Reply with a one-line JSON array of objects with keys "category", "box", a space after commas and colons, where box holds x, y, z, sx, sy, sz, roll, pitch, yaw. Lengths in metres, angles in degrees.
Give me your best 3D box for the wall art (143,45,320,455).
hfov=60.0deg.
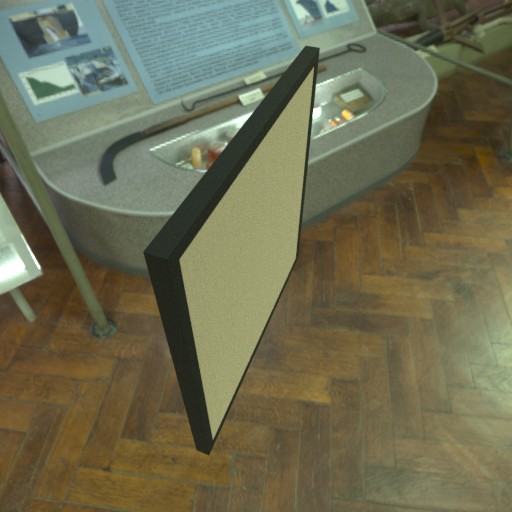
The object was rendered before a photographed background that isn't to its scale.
[{"category": "wall art", "box": [0.000, 0.000, 0.454, 0.015, 0.304, 0.306, 16, 49, 15]}]
